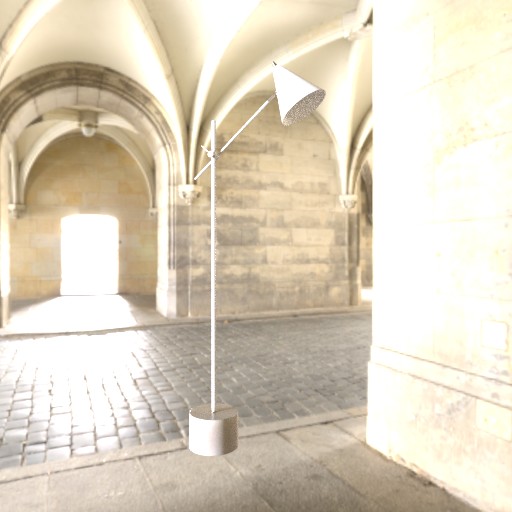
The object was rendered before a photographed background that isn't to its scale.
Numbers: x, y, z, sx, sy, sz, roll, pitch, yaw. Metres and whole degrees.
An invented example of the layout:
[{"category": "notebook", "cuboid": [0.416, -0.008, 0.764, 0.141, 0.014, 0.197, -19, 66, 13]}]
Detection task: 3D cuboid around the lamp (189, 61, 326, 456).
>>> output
[{"category": "lamp", "cuboid": [0.000, 0.000, 1.641, 0.508, 1.430, 0.223, 0, 0, 18]}]
